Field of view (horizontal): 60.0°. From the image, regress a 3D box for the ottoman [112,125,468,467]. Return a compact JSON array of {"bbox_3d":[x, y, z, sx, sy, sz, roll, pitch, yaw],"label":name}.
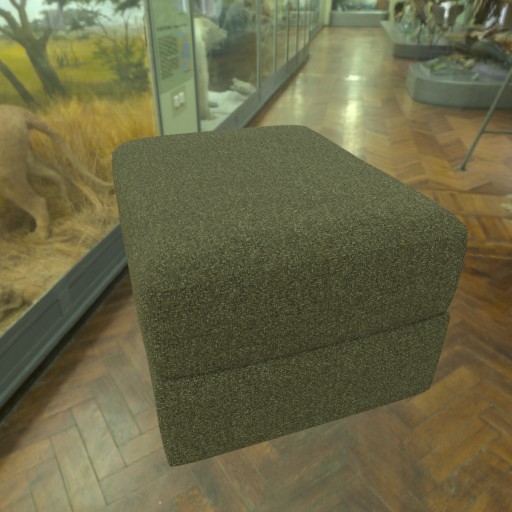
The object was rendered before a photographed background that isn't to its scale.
[{"bbox_3d":[0.000,0.000,1.079,0.598,0.476,0.742,-10,32,-16],"label":"ottoman"}]
